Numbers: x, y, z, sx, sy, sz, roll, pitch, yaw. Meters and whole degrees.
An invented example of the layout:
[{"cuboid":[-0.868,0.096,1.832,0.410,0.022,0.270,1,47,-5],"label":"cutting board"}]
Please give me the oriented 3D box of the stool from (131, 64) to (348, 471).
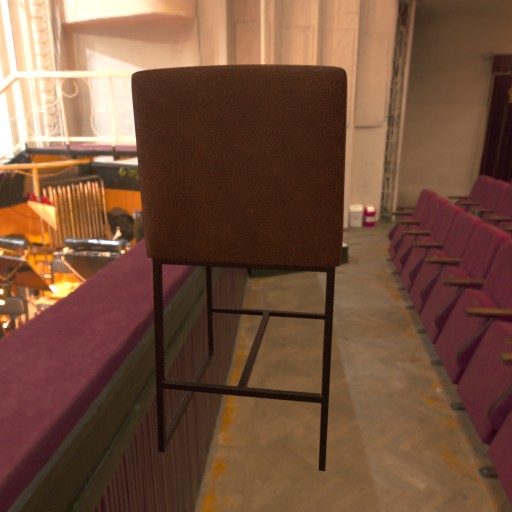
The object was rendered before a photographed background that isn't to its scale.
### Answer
[{"cuboid":[0.000,0.000,1.259,0.463,0.942,0.562,3,16,9],"label":"stool"}]
